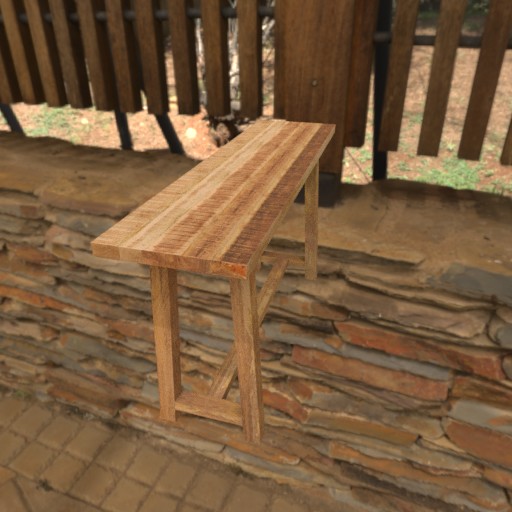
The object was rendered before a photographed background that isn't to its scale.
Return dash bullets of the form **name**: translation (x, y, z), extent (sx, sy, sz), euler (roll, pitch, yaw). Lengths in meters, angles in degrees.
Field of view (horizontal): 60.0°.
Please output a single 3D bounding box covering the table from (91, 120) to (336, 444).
- **table**: translation (0.000, 0.000, 1.882), extent (0.405, 0.810, 1.524), euler (8, 30, 14)
